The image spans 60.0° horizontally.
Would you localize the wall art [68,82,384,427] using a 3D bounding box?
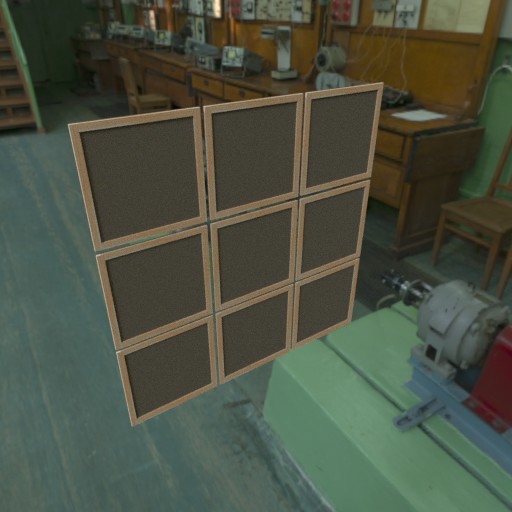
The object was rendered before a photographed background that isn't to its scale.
[{"bbox_3d":[0.000,0.000,1.794,1.216,1.218,0.013,-18,35,-28],"label":"wall art"}]
